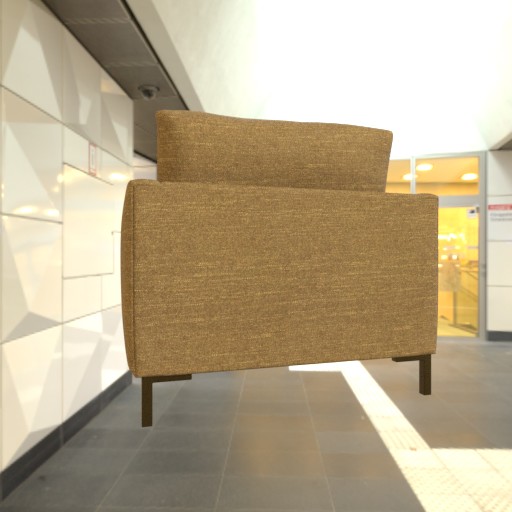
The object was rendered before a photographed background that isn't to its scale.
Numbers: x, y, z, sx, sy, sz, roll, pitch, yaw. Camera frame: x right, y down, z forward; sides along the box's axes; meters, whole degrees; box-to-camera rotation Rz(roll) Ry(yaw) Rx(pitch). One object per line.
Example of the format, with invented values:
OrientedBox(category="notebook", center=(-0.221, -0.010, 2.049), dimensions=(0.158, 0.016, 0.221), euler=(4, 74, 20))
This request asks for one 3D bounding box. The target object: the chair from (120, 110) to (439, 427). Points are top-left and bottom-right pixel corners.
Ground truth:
OrientedBox(category="chair", center=(0.000, 0.000, 1.604), dimensions=(0.940, 0.841, 0.845), euler=(0, 0, -18))
